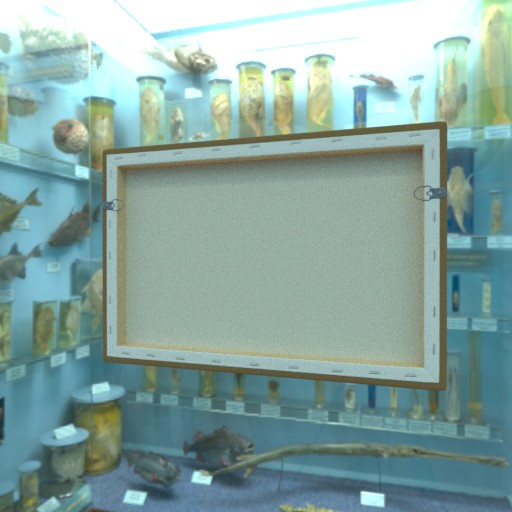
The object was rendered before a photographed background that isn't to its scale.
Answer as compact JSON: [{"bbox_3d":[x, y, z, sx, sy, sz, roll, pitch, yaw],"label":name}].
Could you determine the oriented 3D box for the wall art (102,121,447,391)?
[{"bbox_3d":[0.000,0.000,0.479,0.380,0.254,0.019,0,0,18],"label":"wall art"}]
